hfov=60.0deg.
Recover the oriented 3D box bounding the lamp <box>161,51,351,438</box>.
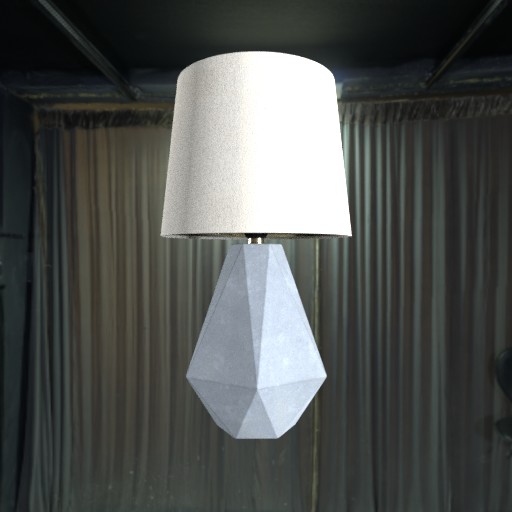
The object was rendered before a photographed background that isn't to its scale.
[{"bbox_3d":[0.000,0.000,0.657,0.276,0.501,0.276,0,0,0],"label":"lamp"}]
